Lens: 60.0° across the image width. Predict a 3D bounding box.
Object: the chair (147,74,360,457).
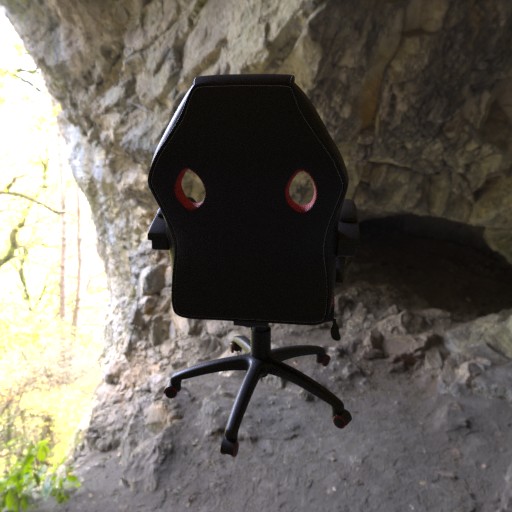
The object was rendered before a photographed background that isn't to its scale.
[{"bbox_3d":[0.000,0.000,1.660,0.750,1.189,0.783,2,16,7],"label":"chair"}]
